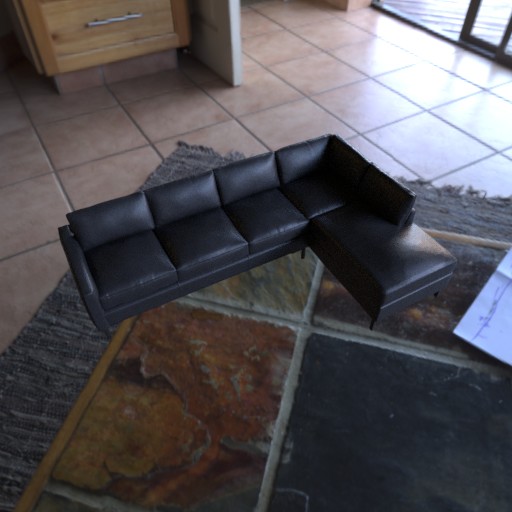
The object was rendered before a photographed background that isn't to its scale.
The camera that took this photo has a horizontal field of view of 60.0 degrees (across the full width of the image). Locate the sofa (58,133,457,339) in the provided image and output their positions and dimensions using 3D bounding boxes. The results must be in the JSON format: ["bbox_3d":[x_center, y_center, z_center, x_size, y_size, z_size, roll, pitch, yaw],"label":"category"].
[{"bbox_3d":[0.000,0.000,3.975,2.984,0.877,1.938,-21,49,-20],"label":"sofa"}]
